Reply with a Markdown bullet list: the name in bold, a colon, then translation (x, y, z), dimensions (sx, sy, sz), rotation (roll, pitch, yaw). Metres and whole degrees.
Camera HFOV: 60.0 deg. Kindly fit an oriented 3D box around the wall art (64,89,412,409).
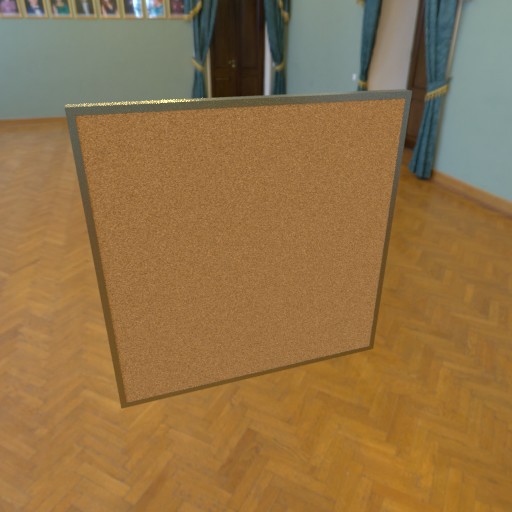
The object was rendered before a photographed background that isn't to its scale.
- **wall art**: translation (0.000, 0.000, 1.185), dimensions (0.806, 0.806, 0.038), rotation (-9, 28, -17)
